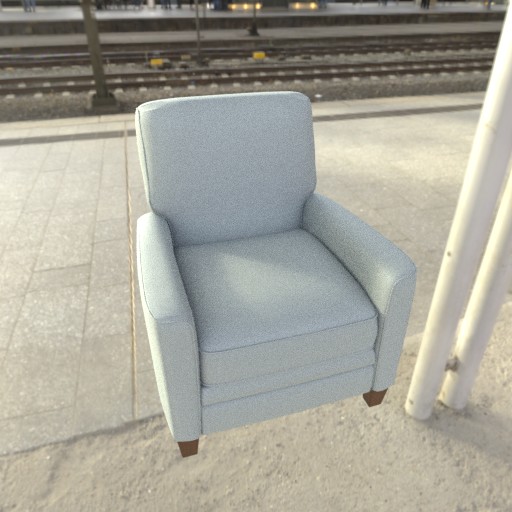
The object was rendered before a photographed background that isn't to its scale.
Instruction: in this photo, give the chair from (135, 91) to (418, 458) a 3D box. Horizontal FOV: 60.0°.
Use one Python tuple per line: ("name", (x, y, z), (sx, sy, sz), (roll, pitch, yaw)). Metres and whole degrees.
("chair", (0.000, 0.000, 1.629), (0.853, 1.007, 0.846), (-9, 32, -15))
